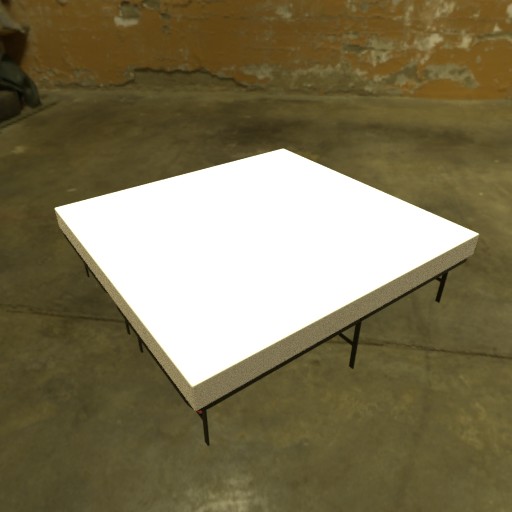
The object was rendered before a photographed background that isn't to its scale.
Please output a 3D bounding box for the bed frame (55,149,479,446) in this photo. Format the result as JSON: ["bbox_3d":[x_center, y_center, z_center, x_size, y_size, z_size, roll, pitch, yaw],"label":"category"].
[{"bbox_3d":[0.000,0.000,3.053,2.032,0.559,1.930,-22,39,-30],"label":"bed frame"}]
